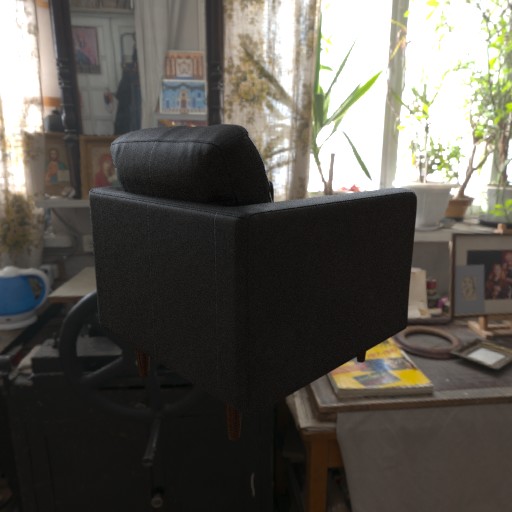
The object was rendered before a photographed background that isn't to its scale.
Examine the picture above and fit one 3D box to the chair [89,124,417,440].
[{"bbox_3d":[0.000,0.000,1.618,0.879,0.898,0.831,-14,20,-43],"label":"chair"}]
